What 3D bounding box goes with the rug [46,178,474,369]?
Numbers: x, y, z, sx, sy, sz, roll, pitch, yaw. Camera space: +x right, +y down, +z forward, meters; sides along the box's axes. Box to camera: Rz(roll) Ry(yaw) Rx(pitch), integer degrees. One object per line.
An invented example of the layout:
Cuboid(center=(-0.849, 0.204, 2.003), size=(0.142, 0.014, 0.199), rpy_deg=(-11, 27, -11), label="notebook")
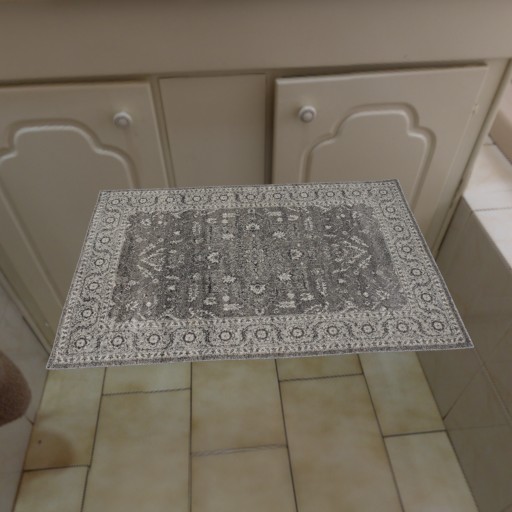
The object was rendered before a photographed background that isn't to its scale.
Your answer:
Cuboid(center=(0.000, 0.000, 2.293), size=(1.828, 0.019, 1.209), rpy_deg=(-2, 46, -2), label="rug")
